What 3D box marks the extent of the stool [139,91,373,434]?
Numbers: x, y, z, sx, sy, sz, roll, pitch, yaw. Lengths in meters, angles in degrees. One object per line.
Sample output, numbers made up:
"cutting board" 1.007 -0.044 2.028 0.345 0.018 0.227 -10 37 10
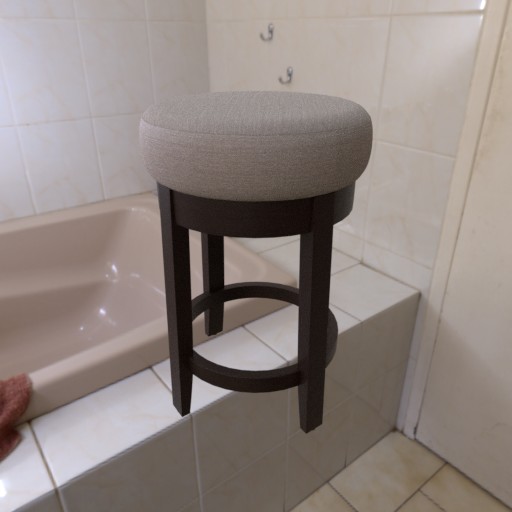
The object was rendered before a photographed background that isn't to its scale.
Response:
"stool" 0.000 0.000 0.981 0.443 0.672 0.443 0 27 0
